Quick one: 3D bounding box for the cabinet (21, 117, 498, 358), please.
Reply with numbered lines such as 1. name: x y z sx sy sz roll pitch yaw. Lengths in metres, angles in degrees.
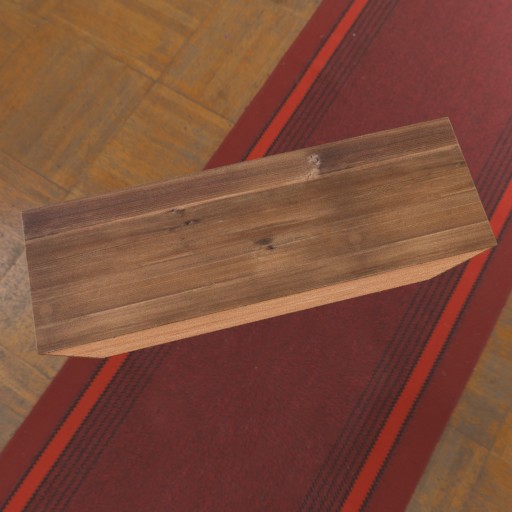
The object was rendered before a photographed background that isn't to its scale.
1. cabinet: 0.000 0.000 1.751 1.400 0.800 0.472 -13 76 -3
